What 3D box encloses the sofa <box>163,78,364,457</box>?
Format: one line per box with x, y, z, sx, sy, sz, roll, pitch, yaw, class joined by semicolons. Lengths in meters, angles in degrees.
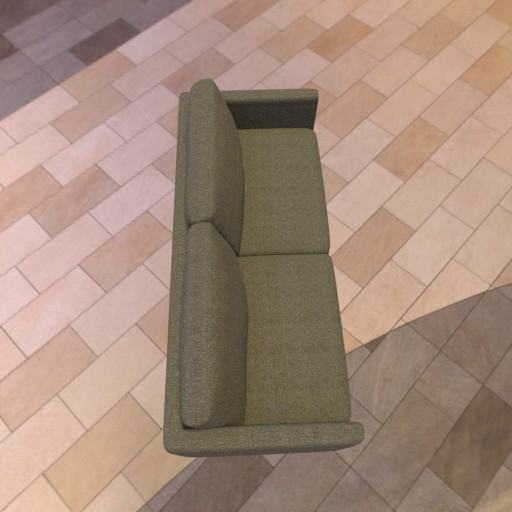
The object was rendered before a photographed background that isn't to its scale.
0.000;0.000;2.713;0.948;0.965;2.208;-2;64;-1;sofa
